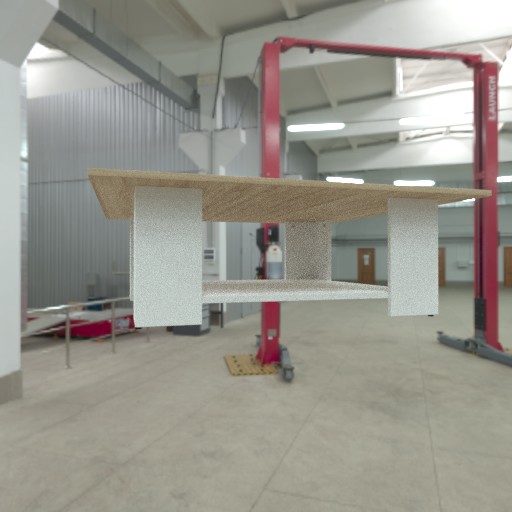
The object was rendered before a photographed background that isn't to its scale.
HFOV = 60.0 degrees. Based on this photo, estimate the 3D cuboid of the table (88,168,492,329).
[{"bbox_3d":[0.000,0.000,1.339,0.890,0.305,0.890,0,0,-17],"label":"table"}]
